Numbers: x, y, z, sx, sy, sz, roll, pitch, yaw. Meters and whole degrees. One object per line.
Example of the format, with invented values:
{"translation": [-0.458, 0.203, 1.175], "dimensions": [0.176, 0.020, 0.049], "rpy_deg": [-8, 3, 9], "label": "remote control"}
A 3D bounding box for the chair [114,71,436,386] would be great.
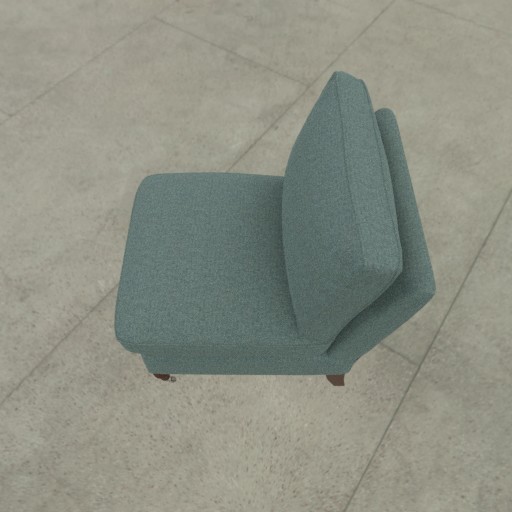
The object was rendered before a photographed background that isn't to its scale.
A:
{"translation": [0.000, 0.000, 1.386], "dimensions": [0.796, 0.901, 0.624], "rpy_deg": [0, 59, 0], "label": "chair"}
